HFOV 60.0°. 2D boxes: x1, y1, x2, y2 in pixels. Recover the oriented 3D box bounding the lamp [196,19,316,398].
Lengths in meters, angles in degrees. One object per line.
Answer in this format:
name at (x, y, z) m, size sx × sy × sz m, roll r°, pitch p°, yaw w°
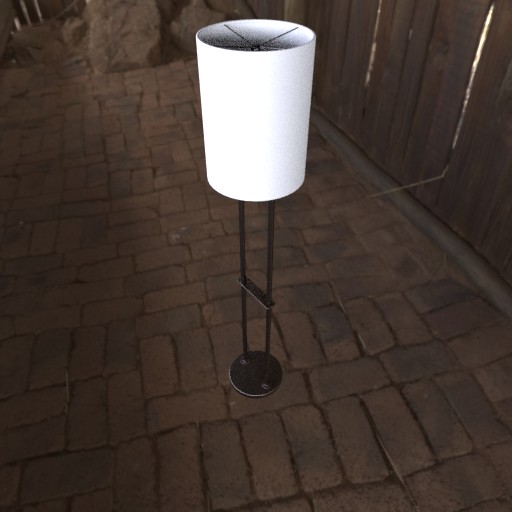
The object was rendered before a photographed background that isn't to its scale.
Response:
lamp at (0.000, 0.000, 1.623) m, size 0.305 × 1.500 × 0.306 m, roll -26°, pitch 47°, yaw -27°
